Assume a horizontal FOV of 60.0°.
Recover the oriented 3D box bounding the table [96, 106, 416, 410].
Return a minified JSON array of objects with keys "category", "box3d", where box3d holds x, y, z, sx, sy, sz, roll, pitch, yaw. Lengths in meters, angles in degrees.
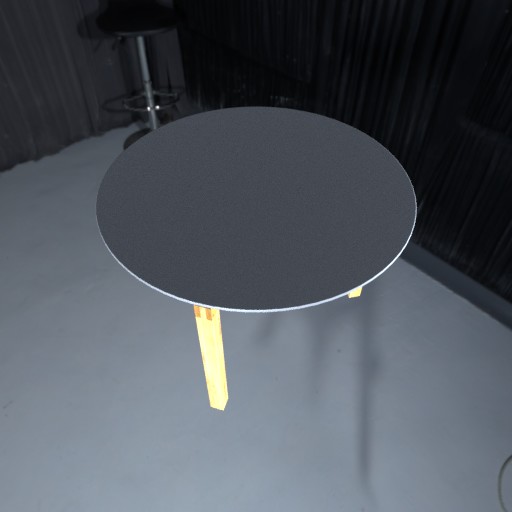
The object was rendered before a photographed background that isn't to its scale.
[{"category":"table","box3d":[0.000,0.000,1.001,0.600,0.405,0.600,0,47,0]}]
